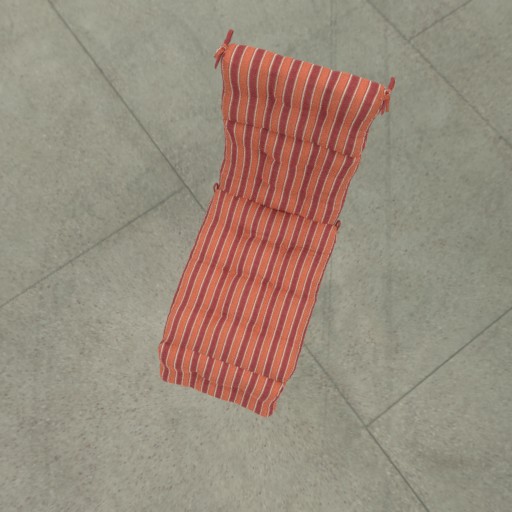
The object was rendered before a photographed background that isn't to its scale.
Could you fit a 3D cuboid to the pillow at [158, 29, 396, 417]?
[{"bbox_3d":[0.000,0.000,1.506,0.526,0.863,1.016,18,75,5],"label":"pillow"}]
